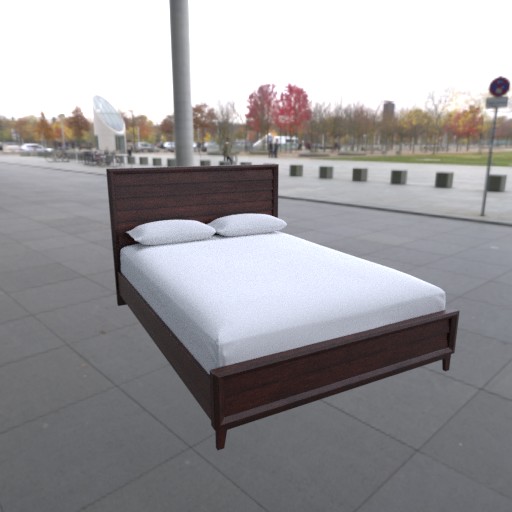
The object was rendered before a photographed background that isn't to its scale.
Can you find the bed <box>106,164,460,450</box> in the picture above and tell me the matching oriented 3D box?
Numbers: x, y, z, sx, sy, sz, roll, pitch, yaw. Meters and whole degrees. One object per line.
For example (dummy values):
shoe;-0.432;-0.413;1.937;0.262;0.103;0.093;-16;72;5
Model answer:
bed;0.000;0.000;4.056;2.040;1.492;2.803;-8;16;-27
